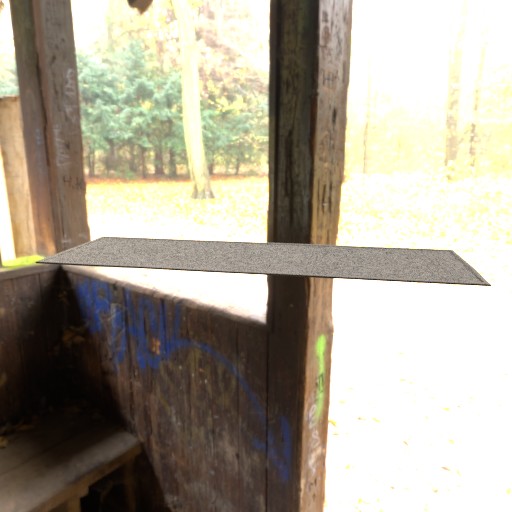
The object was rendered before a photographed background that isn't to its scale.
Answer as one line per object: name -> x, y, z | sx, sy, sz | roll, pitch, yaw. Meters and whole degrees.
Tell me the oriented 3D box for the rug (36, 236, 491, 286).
rug -> 0.000, 0.000, 2.700 | 2.448, 0.012, 0.769 | 3, 14, 10
